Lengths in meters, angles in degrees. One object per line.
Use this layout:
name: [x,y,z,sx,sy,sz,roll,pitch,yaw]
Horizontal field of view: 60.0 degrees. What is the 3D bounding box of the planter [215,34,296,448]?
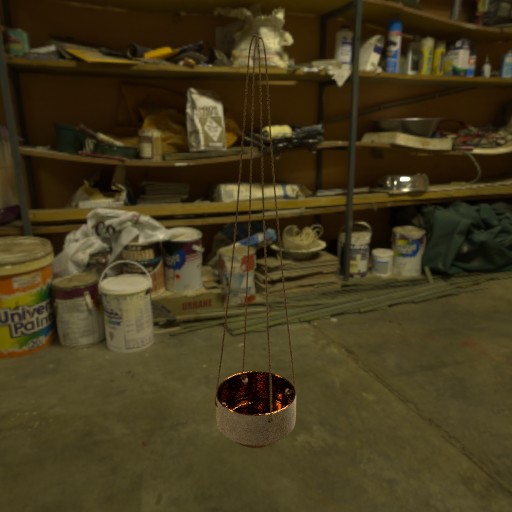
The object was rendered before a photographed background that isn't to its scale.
planter: [0.000,0.000,1.131,0.223,1.030,0.223,7,17,25]
